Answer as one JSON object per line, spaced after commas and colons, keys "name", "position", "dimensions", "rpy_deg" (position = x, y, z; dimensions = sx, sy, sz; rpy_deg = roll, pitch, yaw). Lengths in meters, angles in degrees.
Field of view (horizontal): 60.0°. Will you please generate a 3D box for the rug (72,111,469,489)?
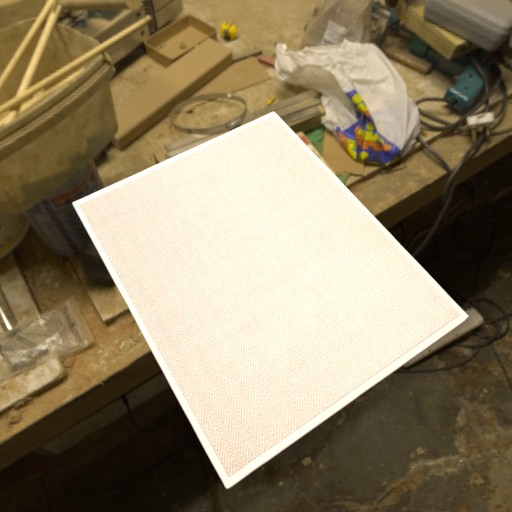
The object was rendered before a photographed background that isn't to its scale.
{"name": "rug", "position": [0.000, 0.000, 4.098], "dimensions": [2.423, 0.019, 3.009], "rpy_deg": [-29, 64, -16]}
